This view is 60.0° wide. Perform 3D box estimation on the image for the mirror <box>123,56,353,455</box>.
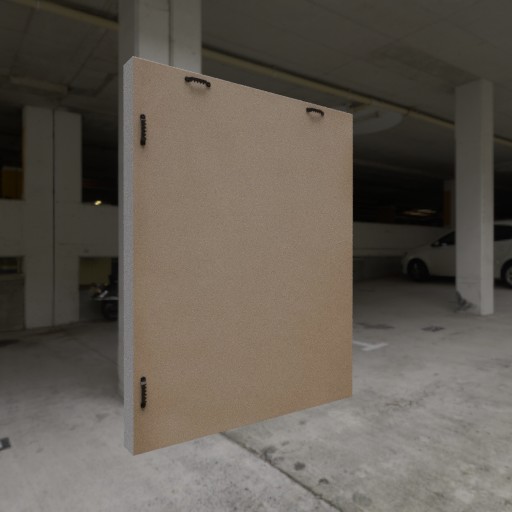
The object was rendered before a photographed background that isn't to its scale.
[{"bbox_3d":[0.000,0.000,0.693,0.405,0.508,0.041,0,0,-35],"label":"mirror"}]
